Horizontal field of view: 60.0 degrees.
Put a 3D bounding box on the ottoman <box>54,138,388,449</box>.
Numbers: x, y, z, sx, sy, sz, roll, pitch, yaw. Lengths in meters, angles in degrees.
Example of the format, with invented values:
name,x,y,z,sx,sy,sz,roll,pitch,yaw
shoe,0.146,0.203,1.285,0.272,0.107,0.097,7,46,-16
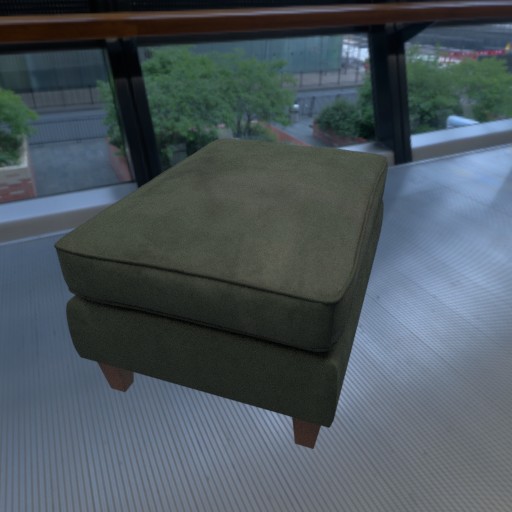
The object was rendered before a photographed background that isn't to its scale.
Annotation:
name,x,y,z,sx,sy,sz,roll,pitch,yaw
ottoman,0.000,0.000,1.261,0.632,0.495,0.864,10,32,17
